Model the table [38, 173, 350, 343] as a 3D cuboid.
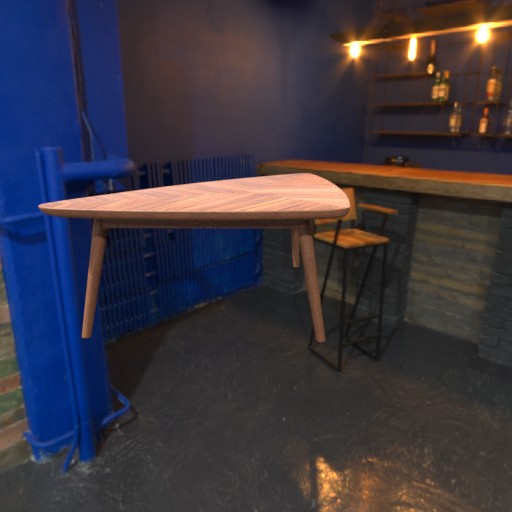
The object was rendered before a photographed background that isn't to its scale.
[{"bbox_3d":[0.000,0.000,1.288,1.008,0.365,0.601,-16,23,-42],"label":"table"}]
